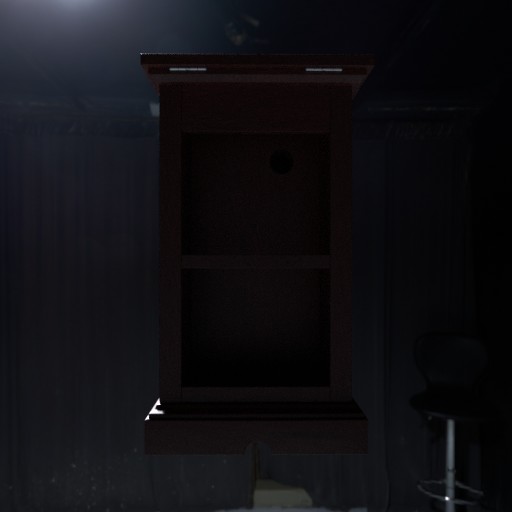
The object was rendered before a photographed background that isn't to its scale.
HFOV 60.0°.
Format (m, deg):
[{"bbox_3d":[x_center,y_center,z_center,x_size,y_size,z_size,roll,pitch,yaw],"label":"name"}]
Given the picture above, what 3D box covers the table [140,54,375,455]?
[{"bbox_3d":[0.000,0.000,0.964,0.356,0.612,0.584,0,0,-1],"label":"table"}]
